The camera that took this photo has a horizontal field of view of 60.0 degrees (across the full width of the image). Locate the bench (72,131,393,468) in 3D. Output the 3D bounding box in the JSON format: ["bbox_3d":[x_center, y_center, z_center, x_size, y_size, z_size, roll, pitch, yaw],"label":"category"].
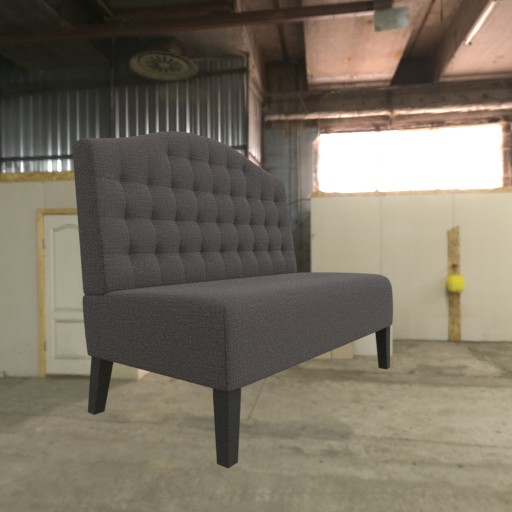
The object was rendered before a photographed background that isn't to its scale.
[{"bbox_3d":[0.000,0.000,2.005,0.815,1.180,1.335,1,2,37],"label":"bench"}]
